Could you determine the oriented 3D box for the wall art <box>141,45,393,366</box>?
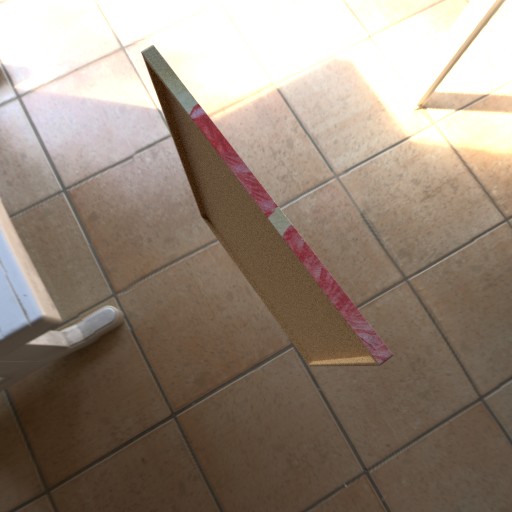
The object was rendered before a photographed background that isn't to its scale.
[{"bbox_3d":[0.000,0.000,1.318,0.031,1.015,0.762,-35,79,-8],"label":"wall art"}]
